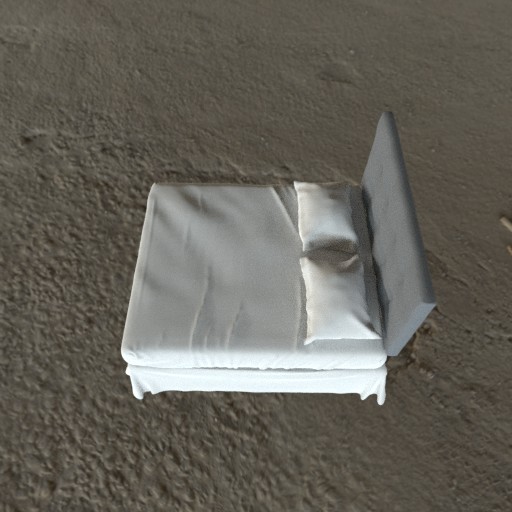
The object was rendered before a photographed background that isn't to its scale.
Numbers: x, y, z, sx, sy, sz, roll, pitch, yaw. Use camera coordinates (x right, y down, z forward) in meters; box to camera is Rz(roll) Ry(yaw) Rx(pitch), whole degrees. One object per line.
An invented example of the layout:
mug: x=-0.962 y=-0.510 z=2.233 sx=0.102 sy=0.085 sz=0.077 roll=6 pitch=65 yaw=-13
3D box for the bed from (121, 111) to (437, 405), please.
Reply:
bed: x=0.000 y=0.000 z=3.565 sx=2.222 sy=1.577 sz=1.936 roll=1 pitch=57 yaw=0
